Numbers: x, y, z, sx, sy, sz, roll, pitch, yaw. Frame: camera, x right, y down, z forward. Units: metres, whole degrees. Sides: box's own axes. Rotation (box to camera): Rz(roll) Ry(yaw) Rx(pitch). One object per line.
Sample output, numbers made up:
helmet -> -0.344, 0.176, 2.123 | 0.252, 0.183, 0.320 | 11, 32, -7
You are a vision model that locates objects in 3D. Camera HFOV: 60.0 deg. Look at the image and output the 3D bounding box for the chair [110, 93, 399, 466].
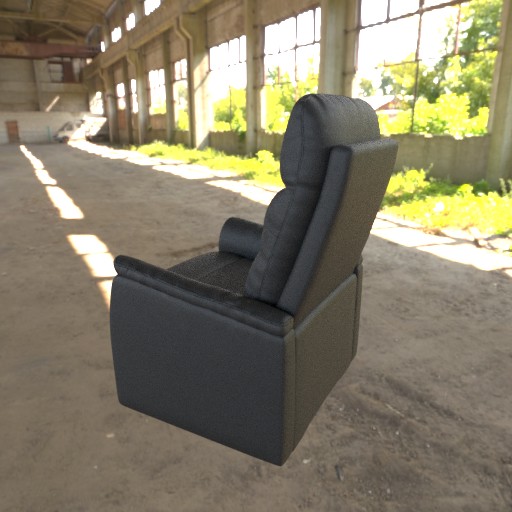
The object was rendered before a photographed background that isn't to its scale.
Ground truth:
chair -> 0.000, 0.000, 1.600 | 0.831, 1.082, 0.775 | 9, 19, 27
